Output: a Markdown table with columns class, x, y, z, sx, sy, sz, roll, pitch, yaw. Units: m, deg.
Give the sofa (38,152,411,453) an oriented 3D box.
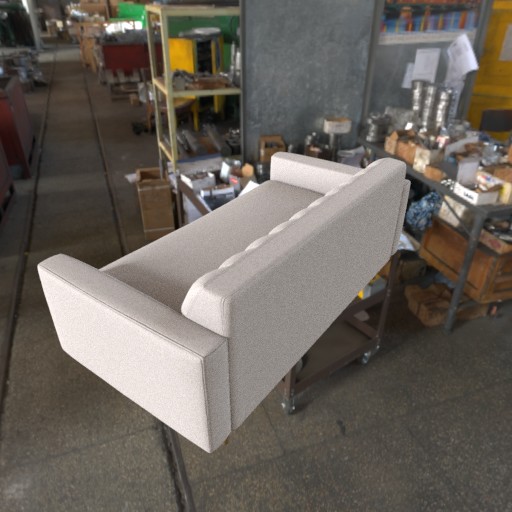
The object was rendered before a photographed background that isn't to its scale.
| class | x | y | z | sx | sy | sz | roll | pitch | yaw |
| --- | --- | --- | --- | --- | --- | --- | --- | --- | --- |
| sofa | 0.000 | 0.000 | 2.386 | 0.969 | 0.814 | 1.895 | 21 | 37 | 30 |
